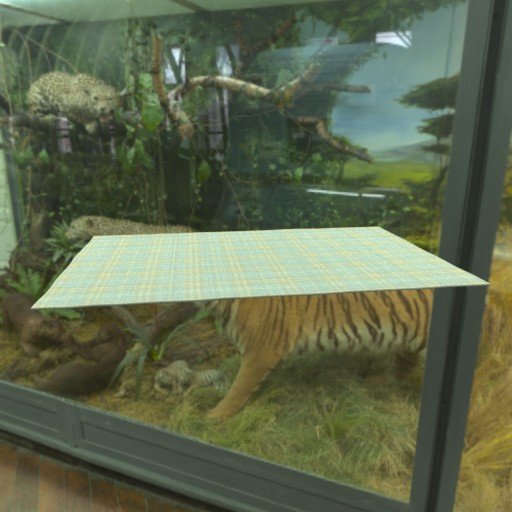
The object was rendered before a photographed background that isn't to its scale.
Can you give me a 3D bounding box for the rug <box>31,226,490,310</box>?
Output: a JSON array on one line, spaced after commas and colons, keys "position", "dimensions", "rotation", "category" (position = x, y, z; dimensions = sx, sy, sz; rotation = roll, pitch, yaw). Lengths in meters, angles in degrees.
[{"position": [0.000, 0.000, 3.064], "dimensions": [2.460, 0.016, 1.545], "rotation": [-2, 16, -8], "category": "rug"}]
